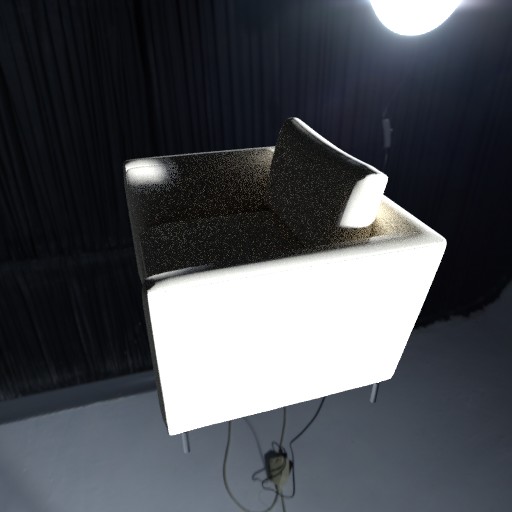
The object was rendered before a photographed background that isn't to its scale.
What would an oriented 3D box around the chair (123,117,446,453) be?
[{"bbox_3d":[0.000,0.000,1.717,0.889,0.865,1.041,-9,32,-15],"label":"chair"}]
